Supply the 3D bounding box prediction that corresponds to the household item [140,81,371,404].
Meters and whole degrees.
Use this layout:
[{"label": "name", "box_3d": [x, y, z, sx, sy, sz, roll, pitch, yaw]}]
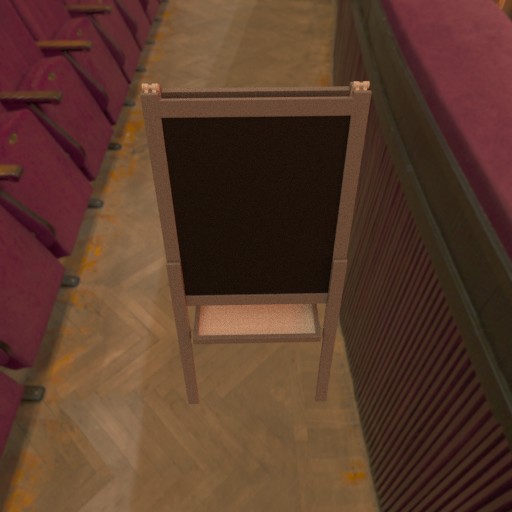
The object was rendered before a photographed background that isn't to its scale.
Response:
[{"label": "household item", "box_3d": [0.000, 0.000, 1.454, 0.531, 1.172, 0.469, -1, 47, -1]}]
